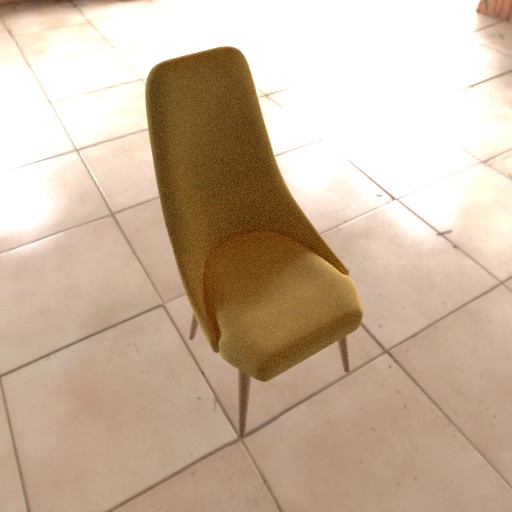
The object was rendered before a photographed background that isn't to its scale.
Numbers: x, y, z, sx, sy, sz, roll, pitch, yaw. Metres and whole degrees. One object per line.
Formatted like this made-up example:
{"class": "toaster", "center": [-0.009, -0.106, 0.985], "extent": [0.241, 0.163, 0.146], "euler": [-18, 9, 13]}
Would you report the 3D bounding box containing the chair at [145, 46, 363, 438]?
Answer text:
{"class": "chair", "center": [0.000, 0.000, 1.398], "extent": [0.510, 1.040, 0.660], "euler": [-24, 52, -21]}
